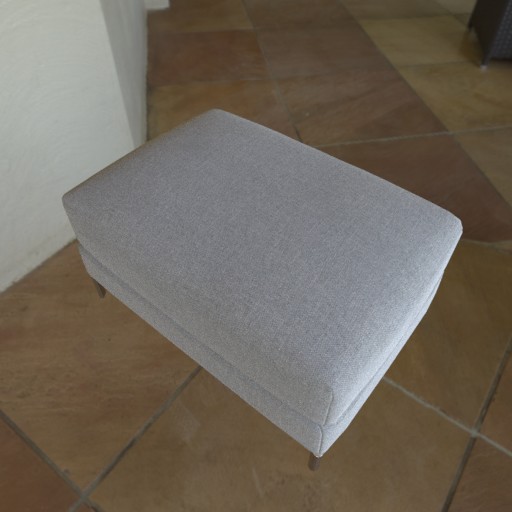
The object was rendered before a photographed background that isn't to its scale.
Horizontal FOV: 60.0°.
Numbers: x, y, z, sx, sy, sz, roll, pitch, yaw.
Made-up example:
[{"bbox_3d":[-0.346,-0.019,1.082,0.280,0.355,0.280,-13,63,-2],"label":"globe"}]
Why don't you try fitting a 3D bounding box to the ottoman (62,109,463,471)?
[{"bbox_3d":[0.000,0.000,1.173,0.838,0.457,0.584,31,55,25],"label":"ottoman"}]
